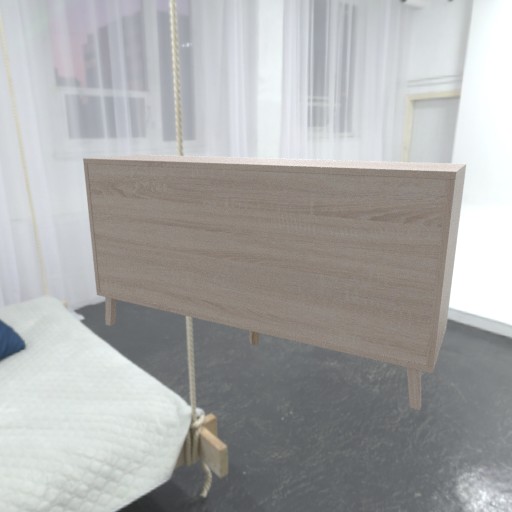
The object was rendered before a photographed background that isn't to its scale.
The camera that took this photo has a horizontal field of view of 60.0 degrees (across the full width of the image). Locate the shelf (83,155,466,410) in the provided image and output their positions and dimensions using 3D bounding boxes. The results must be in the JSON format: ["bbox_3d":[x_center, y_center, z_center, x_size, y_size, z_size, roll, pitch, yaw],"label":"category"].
[{"bbox_3d":[0.000,0.000,1.852,1.490,0.780,0.400,8,17,27],"label":"shelf"}]
